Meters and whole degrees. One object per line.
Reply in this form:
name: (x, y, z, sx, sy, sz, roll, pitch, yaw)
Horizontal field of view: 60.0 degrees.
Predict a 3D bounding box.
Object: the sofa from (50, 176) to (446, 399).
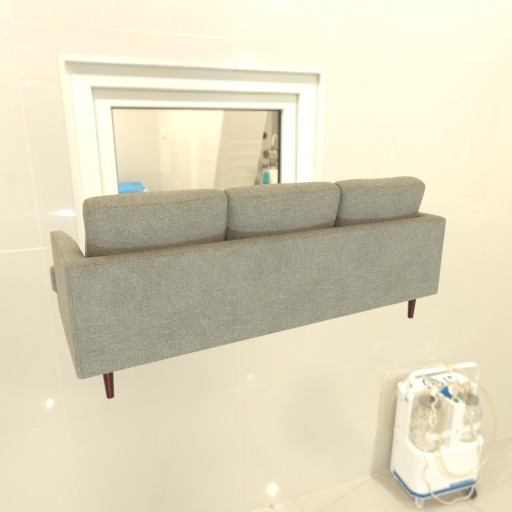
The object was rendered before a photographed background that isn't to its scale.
sofa: (0.000, 0.000, 2.692, 2.246, 0.930, 0.903, -8, 18, -27)
